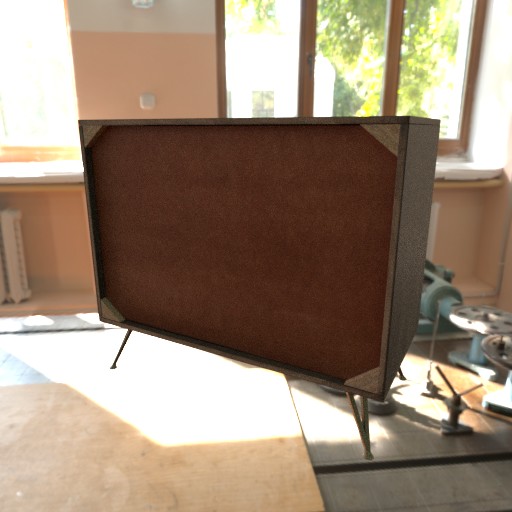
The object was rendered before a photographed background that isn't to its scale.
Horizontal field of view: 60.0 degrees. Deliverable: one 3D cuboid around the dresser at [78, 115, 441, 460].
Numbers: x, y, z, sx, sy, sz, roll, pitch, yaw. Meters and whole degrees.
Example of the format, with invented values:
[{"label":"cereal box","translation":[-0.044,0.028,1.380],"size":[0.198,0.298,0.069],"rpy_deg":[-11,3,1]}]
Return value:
[{"label":"dresser","translation":[0.000,0.000,1.362],"size":[0.923,0.801,0.453],"rpy_deg":[9,18,28]}]
